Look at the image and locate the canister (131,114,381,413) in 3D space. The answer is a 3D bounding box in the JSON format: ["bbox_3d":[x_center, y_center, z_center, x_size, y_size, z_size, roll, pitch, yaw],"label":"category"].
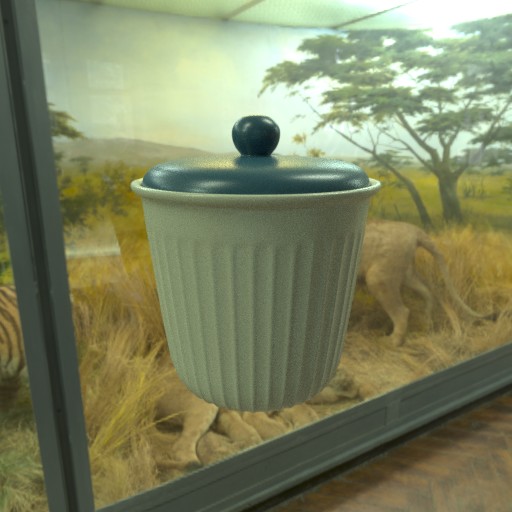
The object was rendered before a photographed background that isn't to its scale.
[{"bbox_3d":[0.000,0.000,0.346,0.181,0.211,0.181,0,15,0],"label":"canister"}]
